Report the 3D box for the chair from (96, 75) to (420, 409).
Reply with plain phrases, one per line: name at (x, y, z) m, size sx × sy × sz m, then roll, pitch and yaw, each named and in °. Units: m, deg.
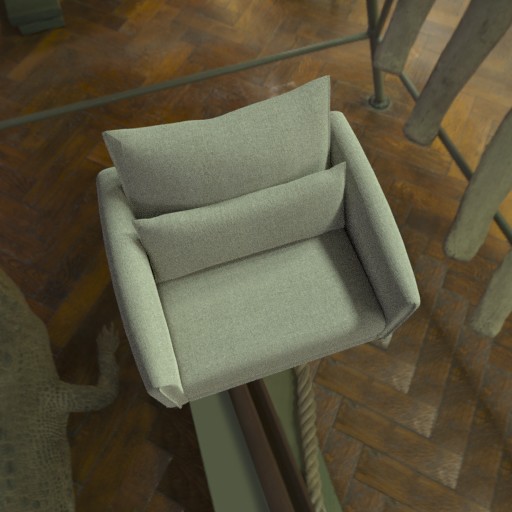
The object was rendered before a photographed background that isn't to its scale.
chair at (0.000, 0.000, 1.655) m, size 1.029 × 0.856 × 0.801 m, roll -17°, pitch 65°, yaw -8°
